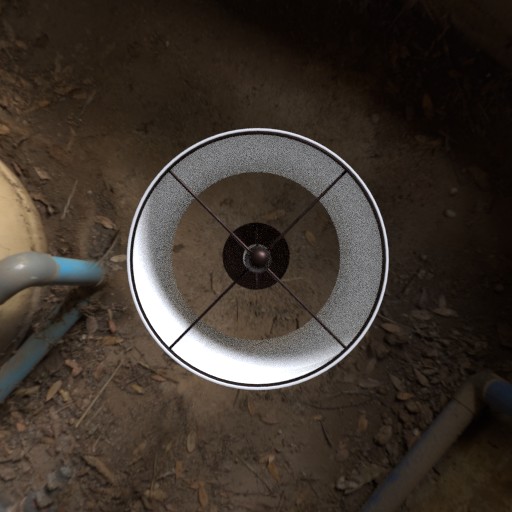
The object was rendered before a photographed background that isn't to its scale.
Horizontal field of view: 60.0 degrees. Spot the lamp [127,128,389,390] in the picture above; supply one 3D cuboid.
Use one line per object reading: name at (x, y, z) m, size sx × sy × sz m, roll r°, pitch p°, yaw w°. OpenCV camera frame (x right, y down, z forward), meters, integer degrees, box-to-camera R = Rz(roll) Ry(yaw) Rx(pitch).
lamp at (0.000, 0.000, 0.809) m, size 0.301 × 0.630 × 0.301 m, roll 0°, pitch 91°, yaw 0°
